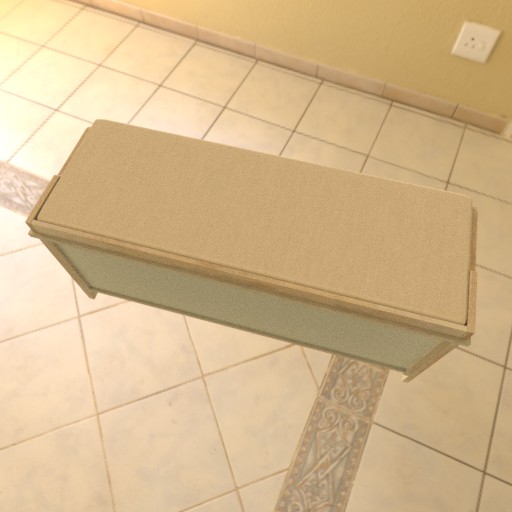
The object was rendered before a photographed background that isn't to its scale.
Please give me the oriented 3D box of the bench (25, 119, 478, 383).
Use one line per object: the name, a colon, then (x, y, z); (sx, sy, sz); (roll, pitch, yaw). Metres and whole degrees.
bench: (0.000, 0.000, 1.367); (1.140, 0.501, 0.398); (14, 63, 7)
